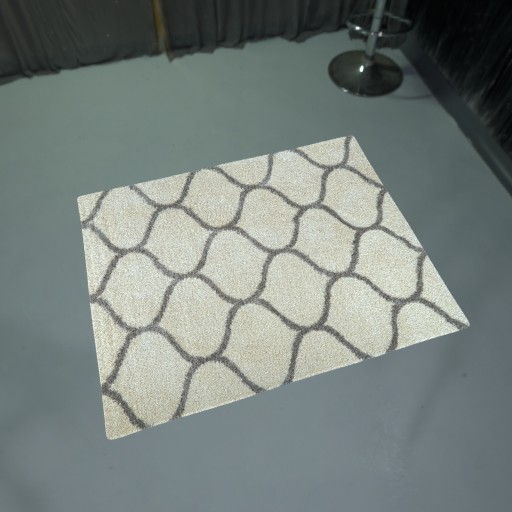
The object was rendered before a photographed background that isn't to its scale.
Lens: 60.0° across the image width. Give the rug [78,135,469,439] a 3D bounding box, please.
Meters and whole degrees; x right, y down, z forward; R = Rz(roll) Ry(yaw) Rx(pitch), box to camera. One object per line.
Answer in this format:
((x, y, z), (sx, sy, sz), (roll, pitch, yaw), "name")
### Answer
((0.000, 0.000, 4.060), (3.000, 0.026, 2.399), (-15, 59, -9), "rug")
